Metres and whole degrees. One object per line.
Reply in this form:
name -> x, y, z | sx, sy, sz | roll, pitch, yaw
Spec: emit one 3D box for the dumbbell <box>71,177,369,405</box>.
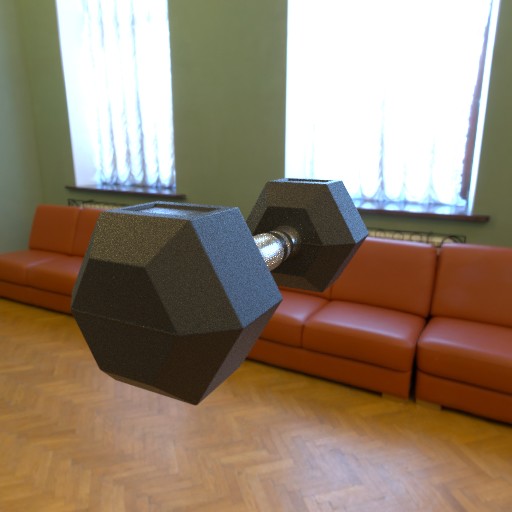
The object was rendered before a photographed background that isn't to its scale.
dumbbell -> 0.000, 0.000, 0.420 | 0.141, 0.123, 0.356 | 7, 16, 26
